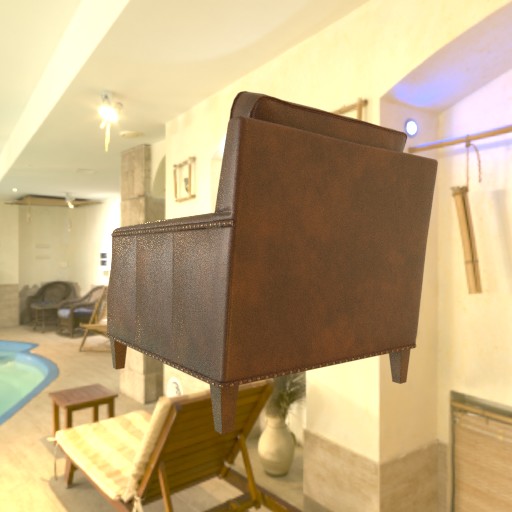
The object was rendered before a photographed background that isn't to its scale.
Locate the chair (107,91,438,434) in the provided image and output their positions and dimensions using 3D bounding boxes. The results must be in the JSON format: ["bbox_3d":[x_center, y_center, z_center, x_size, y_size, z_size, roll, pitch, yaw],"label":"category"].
[{"bbox_3d":[0.000,0.000,1.706,0.853,0.929,1.014,0,0,-36],"label":"chair"}]
